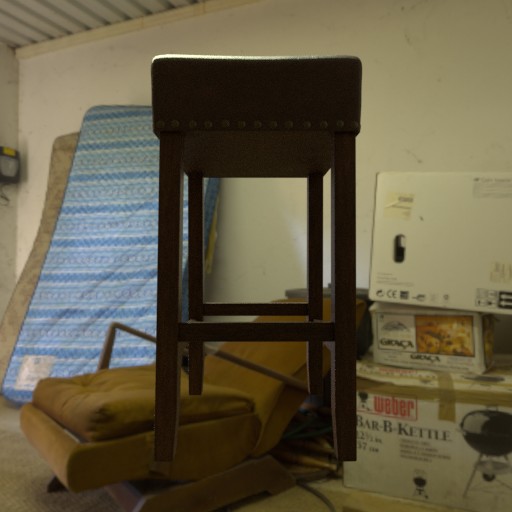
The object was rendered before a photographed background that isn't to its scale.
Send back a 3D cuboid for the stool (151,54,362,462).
[{"bbox_3d":[0.000,0.000,1.049,0.401,0.769,0.465,0,-1,0],"label":"stool"}]
